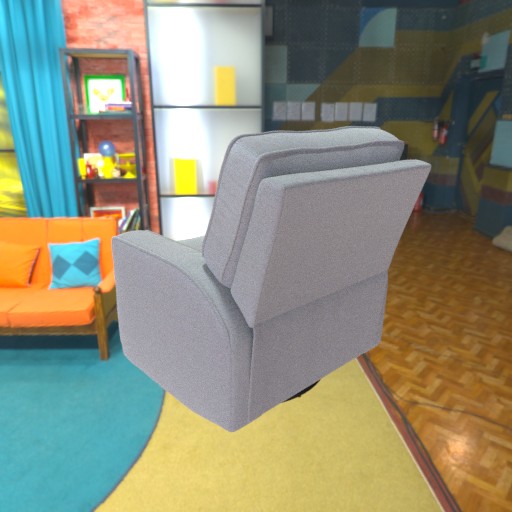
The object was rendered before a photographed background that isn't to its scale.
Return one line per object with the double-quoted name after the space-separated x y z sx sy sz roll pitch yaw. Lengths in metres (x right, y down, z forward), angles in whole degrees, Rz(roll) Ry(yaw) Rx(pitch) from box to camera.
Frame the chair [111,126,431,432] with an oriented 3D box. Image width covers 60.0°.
0.000 0.000 1.709 0.861 0.964 0.969 -16 23 -41 "chair"
